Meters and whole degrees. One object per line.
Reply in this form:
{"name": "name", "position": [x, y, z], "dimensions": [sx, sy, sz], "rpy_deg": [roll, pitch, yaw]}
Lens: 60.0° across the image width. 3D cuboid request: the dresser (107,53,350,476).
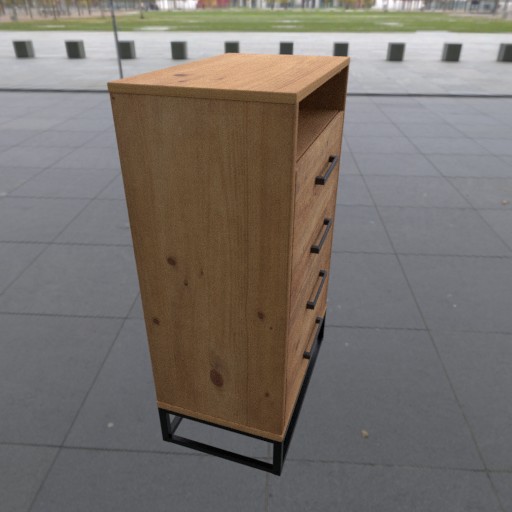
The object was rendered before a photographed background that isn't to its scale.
{"name": "dresser", "position": [0.000, 0.000, 1.572], "dimensions": [0.479, 1.240, 0.761], "rpy_deg": [9, 31, 16]}
